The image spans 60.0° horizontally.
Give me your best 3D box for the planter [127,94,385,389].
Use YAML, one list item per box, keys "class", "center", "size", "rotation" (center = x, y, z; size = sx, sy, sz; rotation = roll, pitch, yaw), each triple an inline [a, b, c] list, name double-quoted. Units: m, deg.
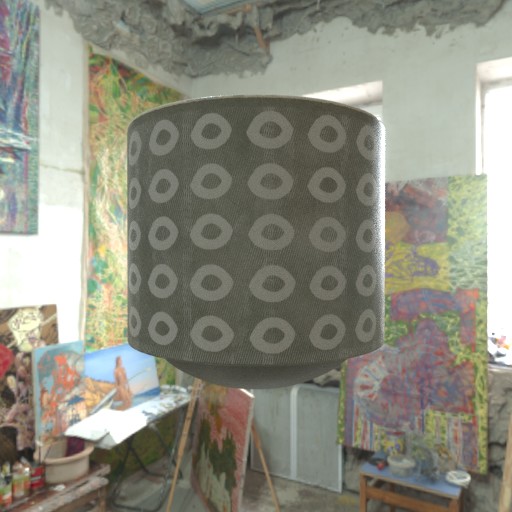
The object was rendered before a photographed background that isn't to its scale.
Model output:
- class: "planter"
  center: [0.000, 0.000, 0.449]
  size: [0.250, 0.239, 0.250]
  rotation: [0, 0, 0]
